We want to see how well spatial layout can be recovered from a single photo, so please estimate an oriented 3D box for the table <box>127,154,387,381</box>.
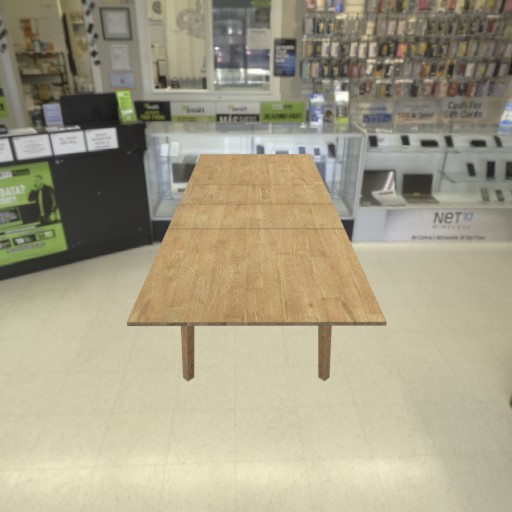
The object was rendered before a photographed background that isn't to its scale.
[{"bbox_3d":[0.000,0.000,3.034,1.000,0.752,2.603,0,27,0],"label":"table"}]
